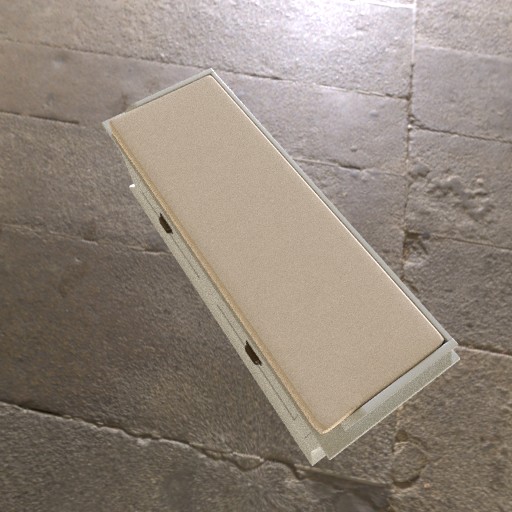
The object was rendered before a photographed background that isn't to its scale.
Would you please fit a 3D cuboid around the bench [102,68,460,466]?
[{"bbox_3d":[0.000,0.000,1.422,0.402,0.486,1.185,-31,67,-15],"label":"bench"}]
